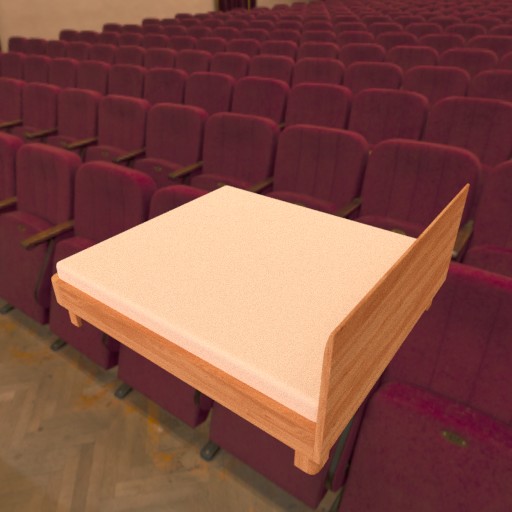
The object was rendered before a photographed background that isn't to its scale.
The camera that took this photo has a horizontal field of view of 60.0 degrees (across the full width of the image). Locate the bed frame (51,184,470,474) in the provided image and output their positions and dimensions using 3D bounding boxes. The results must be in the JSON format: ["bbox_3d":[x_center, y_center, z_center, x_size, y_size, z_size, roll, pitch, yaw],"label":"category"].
[{"bbox_3d":[0.000,0.000,3.019,2.092,0.940,1.872,20,36,31],"label":"bed frame"}]
